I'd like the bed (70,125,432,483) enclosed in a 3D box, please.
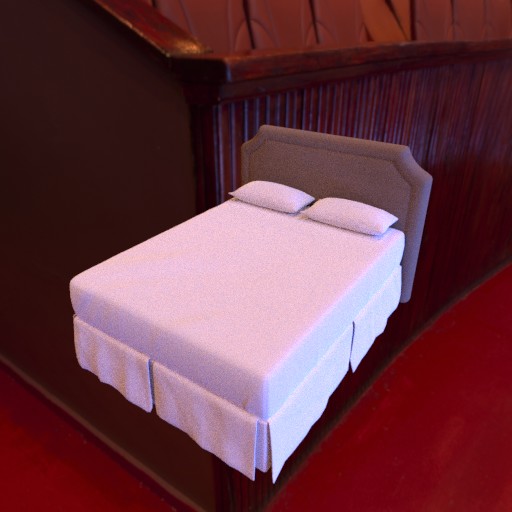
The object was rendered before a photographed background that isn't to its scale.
[{"bbox_3d":[0.000,0.000,3.092,1.693,1.290,2.116,18,34,30],"label":"bed"}]
